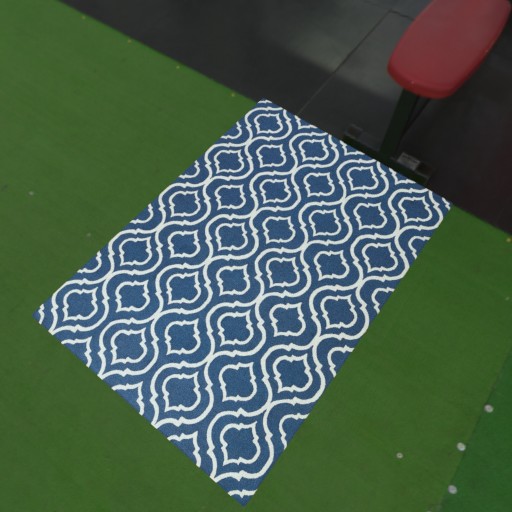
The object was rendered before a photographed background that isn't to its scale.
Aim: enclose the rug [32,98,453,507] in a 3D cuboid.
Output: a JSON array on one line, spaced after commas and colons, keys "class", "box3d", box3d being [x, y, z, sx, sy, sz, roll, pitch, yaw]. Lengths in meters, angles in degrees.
[{"class": "rug", "box3d": [0.000, 0.000, 2.649, 1.524, 0.010, 2.134, 35, 68, 17]}]
